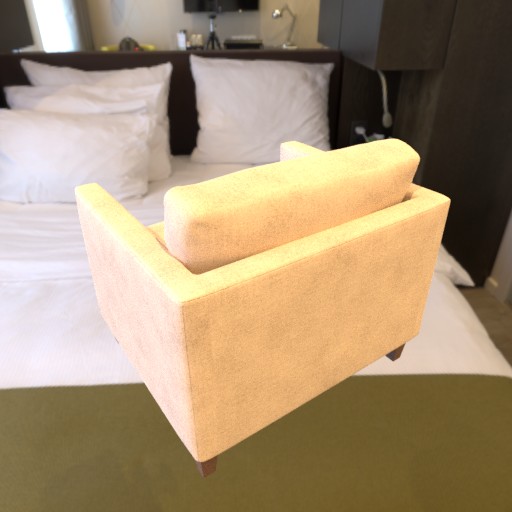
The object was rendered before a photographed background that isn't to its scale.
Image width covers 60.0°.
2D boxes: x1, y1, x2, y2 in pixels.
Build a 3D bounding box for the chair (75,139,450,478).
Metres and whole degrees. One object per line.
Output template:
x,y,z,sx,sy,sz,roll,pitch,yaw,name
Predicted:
0.000,0.000,1.810,1.133,0.961,0.959,-20,36,-30,chair
